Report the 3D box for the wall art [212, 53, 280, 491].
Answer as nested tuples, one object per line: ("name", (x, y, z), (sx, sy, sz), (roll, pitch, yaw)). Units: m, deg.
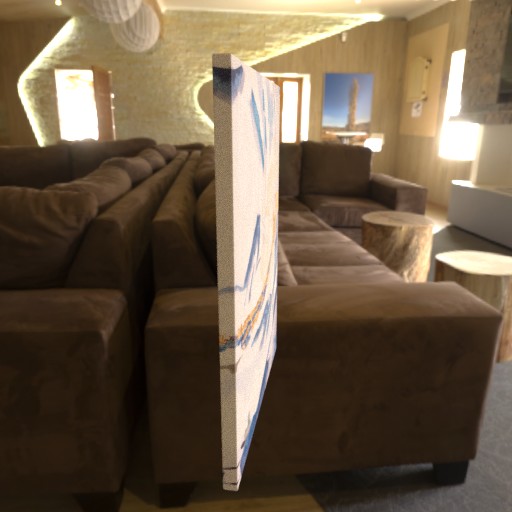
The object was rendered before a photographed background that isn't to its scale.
("wall art", (0.000, 0.000, 1.335), (0.038, 1.015, 0.761), (3, 17, 9))
